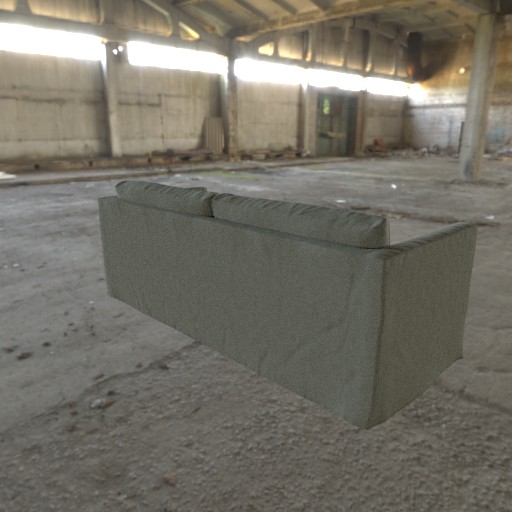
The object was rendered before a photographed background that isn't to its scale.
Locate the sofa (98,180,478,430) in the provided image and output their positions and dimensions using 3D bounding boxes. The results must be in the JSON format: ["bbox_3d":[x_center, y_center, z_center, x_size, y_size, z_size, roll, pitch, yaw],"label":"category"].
[{"bbox_3d":[0.000,0.000,2.766,0.962,0.853,2.312,-15,21,-43],"label":"sofa"}]
